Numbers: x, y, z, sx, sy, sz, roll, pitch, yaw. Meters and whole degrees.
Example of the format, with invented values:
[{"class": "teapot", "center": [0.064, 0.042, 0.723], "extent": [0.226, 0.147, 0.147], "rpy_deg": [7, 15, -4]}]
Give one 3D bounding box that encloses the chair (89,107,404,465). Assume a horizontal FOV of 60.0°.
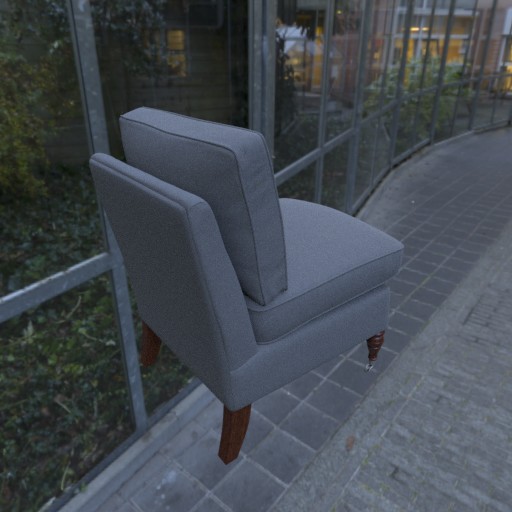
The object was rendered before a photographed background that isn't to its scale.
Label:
[{"class": "chair", "center": [0.000, 0.000, 1.666], "extent": [0.924, 1.045, 0.724], "rpy_deg": [-18, 30, -33]}]
